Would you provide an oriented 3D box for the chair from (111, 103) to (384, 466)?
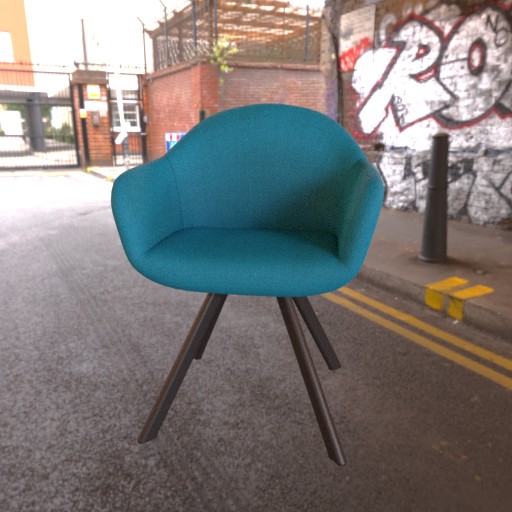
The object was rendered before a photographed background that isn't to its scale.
[{"bbox_3d":[0.000,0.000,1.174,0.590,0.795,0.550,2,15,9],"label":"chair"}]
